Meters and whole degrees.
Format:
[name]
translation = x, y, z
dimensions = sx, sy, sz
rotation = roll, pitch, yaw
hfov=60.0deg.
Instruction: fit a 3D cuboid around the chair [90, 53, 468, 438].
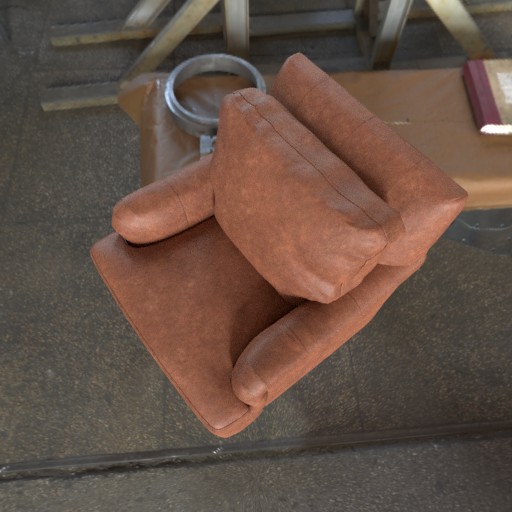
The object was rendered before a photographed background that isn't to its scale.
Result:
[chair]
translation = 0.000, 0.000, 1.889
dimensions = 1.158, 1.055, 0.986
rotation = -35, 69, -16
